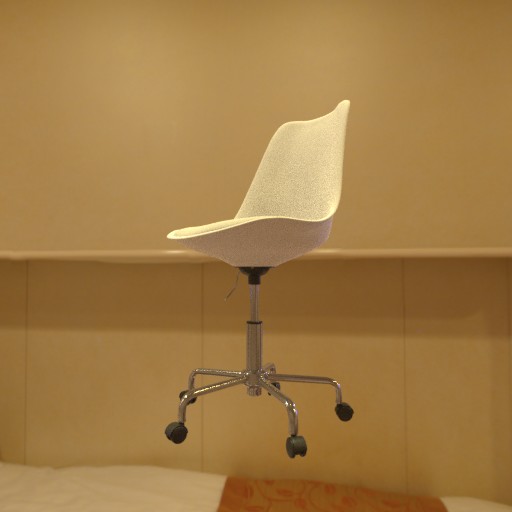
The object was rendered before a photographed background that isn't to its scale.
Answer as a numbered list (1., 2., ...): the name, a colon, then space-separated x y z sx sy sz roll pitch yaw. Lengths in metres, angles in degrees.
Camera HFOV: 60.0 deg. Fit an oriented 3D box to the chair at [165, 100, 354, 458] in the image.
1. chair: 0.000 0.000 1.264 0.550 0.930 0.550 1 -2 -38
